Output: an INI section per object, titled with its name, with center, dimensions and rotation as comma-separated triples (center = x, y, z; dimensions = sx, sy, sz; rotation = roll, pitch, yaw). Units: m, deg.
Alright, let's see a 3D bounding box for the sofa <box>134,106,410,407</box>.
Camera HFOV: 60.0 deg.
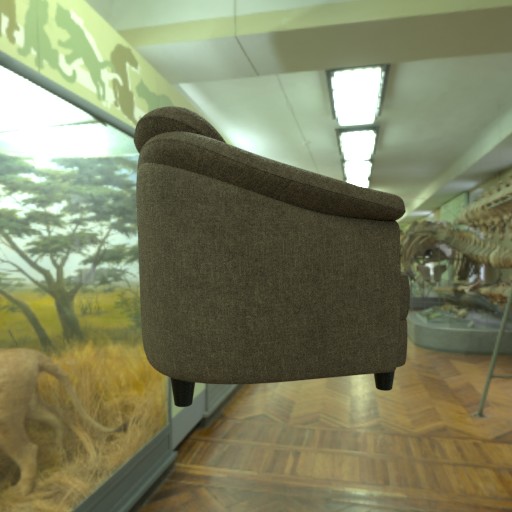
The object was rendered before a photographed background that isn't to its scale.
[sofa]
center = 0.000, 0.000, 1.499
dimensions = 0.794, 0.811, 0.870
rotation = 0, 0, -18
